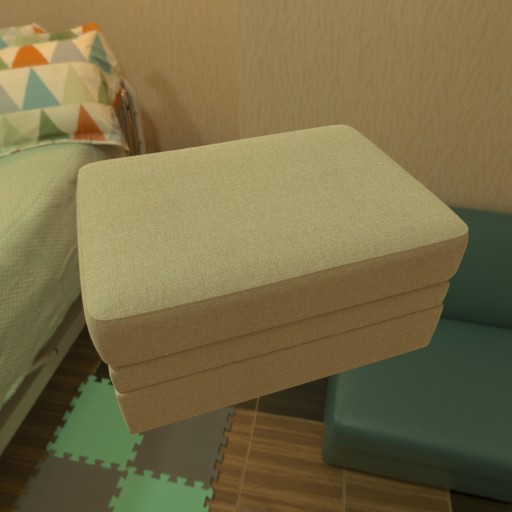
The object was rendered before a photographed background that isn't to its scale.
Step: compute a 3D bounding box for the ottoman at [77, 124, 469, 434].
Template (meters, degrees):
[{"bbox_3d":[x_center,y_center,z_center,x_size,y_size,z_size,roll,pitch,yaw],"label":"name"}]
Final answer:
[{"bbox_3d":[0.000,0.000,1.248,0.885,0.478,0.637,-12,42,-14],"label":"ottoman"}]
